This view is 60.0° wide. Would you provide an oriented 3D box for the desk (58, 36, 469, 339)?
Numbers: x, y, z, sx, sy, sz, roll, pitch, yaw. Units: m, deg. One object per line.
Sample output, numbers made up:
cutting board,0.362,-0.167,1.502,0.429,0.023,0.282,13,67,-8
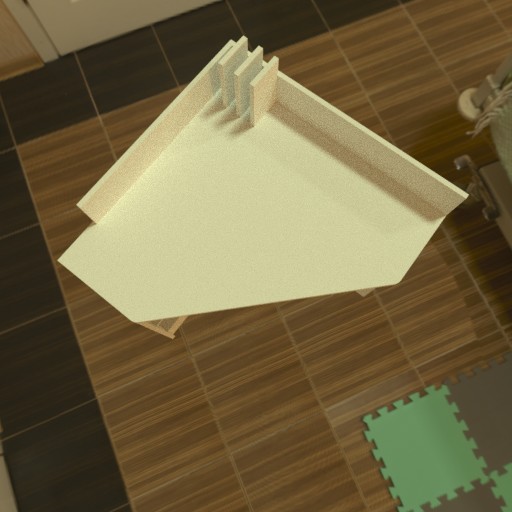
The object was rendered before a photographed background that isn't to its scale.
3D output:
desk,0.000,0.000,1.745,0.940,0.986,0.940,37,78,9
